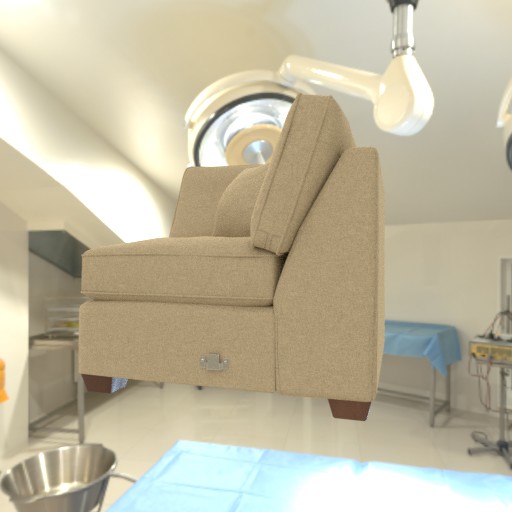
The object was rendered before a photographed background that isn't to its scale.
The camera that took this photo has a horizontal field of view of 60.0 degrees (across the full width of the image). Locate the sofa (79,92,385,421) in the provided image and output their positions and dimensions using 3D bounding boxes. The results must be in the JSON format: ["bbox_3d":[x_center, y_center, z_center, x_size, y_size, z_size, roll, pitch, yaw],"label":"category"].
[{"bbox_3d":[0.000,0.000,1.966,1.084,1.002,1.146,0,0,17],"label":"sofa"}]
